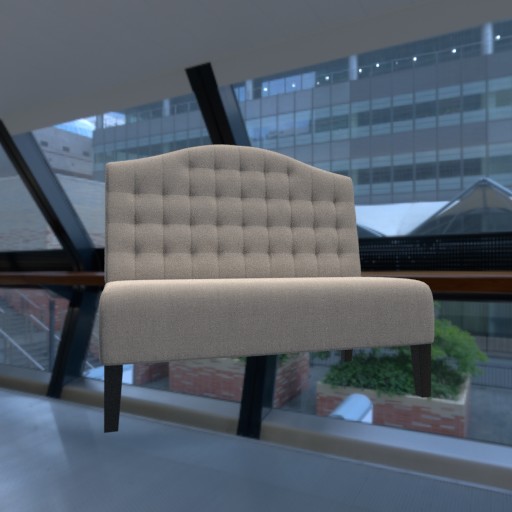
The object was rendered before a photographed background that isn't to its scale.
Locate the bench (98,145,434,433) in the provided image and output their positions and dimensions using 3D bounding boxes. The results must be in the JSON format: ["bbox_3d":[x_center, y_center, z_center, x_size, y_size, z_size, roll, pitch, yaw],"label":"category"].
[{"bbox_3d":[0.000,0.000,2.033,1.335,1.180,0.815,0,0,-17],"label":"bench"}]
